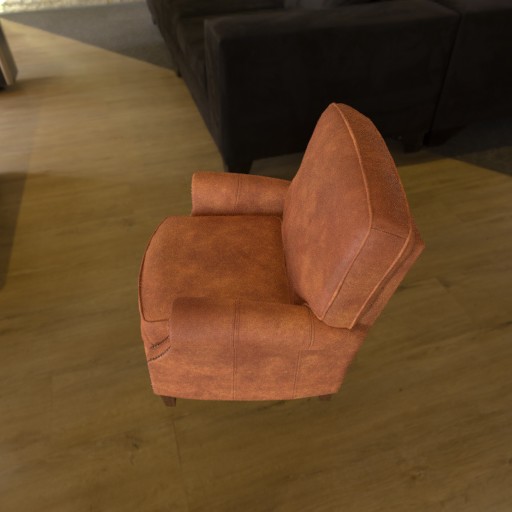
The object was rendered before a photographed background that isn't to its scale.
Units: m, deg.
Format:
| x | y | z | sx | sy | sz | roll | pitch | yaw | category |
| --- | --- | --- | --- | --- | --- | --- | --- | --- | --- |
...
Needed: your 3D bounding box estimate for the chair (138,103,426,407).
| x | y | z | sx | sy | sz | roll | pitch | yaw | category |
| --- | --- | --- | --- | --- | --- | --- | --- | --- | --- |
| 0.000 | 0.000 | 1.765 | 0.986 | 1.018 | 0.936 | -1 | 42 | -1 | chair |
